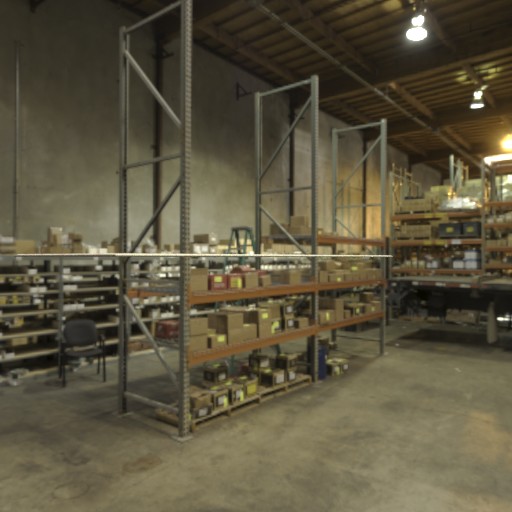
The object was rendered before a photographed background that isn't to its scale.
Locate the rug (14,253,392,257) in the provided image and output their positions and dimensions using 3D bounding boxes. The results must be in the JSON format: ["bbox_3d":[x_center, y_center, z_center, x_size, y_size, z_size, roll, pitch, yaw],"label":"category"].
[{"bbox_3d":[0.000,0.000,2.374,0.662,0.011,2.196,0,0,38],"label":"rug"}]
